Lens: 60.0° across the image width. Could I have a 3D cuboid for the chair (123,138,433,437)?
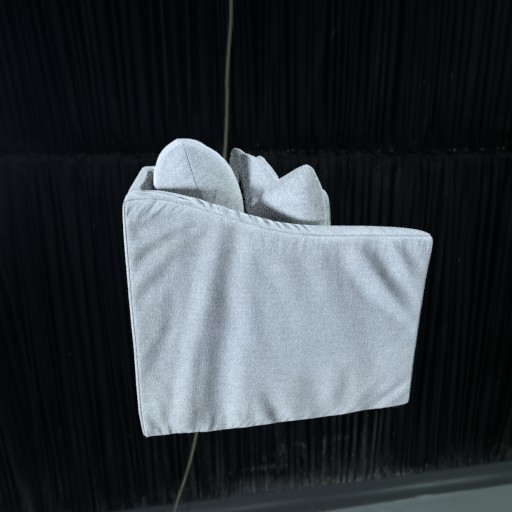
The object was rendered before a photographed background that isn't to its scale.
[{"bbox_3d":[0.000,0.000,2.073,1.071,1.059,1.194,-3,17,-11],"label":"chair"}]
